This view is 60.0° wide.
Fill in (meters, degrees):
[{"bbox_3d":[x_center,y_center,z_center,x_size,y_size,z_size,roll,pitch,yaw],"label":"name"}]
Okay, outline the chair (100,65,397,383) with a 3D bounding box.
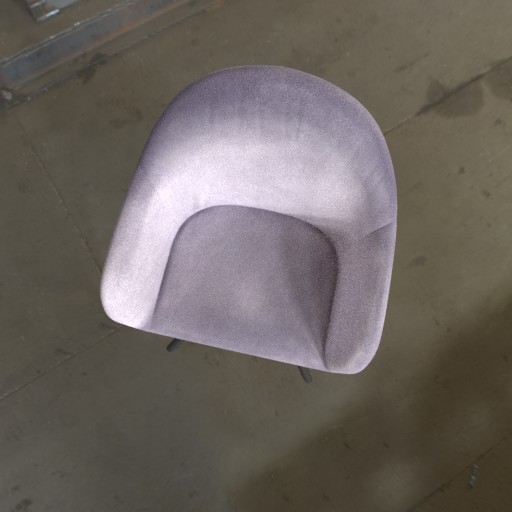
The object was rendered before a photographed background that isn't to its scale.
[{"bbox_3d":[0.000,0.000,1.112,0.570,0.780,0.540,12,75,3],"label":"chair"}]
